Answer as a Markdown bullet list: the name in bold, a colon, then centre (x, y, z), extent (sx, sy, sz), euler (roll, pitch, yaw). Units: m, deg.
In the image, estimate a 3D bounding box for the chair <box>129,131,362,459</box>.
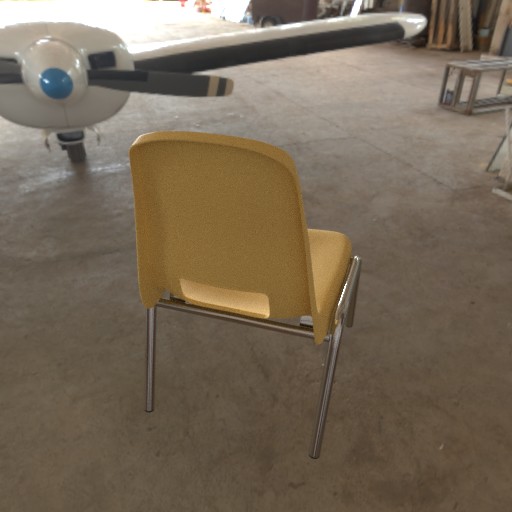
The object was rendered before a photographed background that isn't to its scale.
- **chair**: centre (0.000, 0.000, 0.776), extent (0.354, 0.536, 0.385), euler (9, 33, 15)
